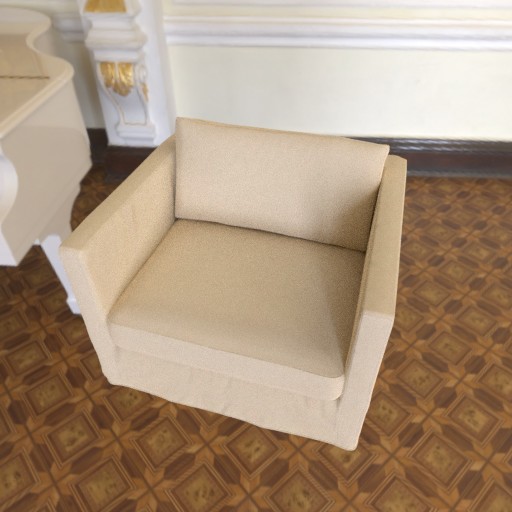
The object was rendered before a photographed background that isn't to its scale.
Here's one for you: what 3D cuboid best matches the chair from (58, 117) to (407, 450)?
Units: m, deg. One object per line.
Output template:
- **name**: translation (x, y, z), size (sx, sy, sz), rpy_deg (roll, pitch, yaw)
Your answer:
- **chair**: translation (0.000, 0.000, 1.765), size (1.057, 0.851, 0.947), rpy_deg (11, 42, 13)
